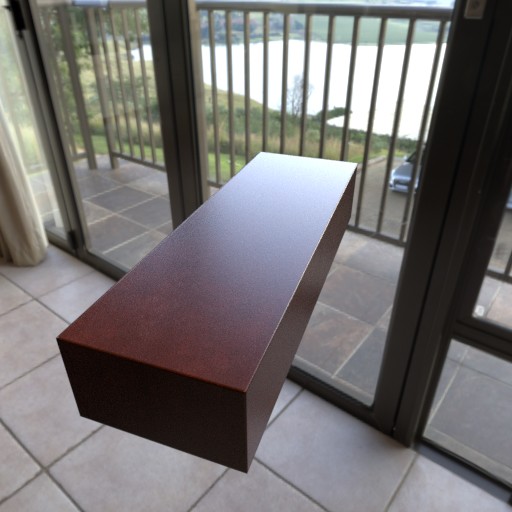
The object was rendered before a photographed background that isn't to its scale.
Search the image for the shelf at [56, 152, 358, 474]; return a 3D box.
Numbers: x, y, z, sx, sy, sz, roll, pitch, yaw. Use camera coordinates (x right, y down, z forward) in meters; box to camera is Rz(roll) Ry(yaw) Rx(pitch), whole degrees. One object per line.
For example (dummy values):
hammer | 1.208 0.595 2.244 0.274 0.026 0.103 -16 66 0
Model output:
shelf | 0.000 0.000 0.515 0.152 0.088 0.457 11 33 17
